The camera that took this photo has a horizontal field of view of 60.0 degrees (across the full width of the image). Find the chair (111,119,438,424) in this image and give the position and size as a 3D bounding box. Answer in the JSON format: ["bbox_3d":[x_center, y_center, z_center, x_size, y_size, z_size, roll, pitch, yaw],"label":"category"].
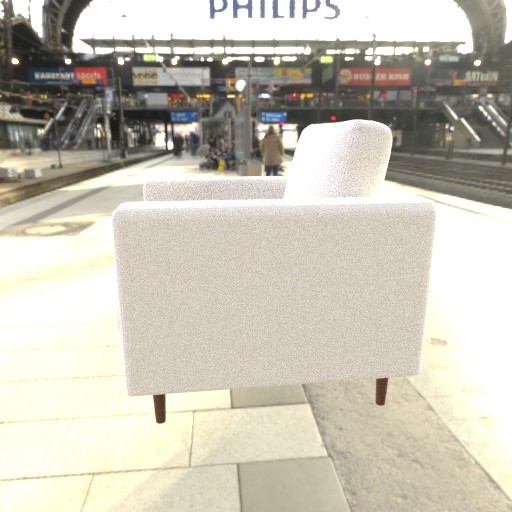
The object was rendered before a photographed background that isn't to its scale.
[{"bbox_3d":[0.000,0.000,1.550,0.879,0.899,0.831,-2,15,-7],"label":"chair"}]
